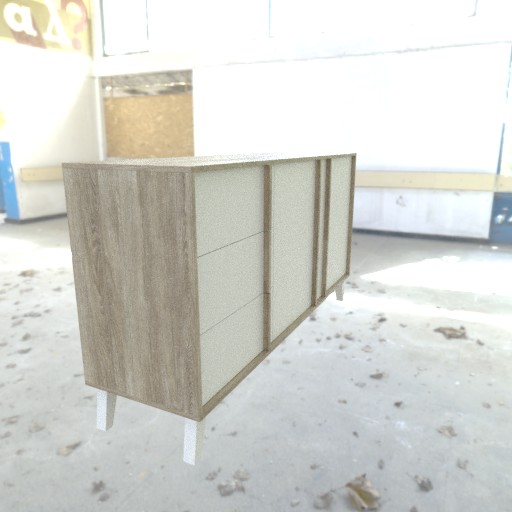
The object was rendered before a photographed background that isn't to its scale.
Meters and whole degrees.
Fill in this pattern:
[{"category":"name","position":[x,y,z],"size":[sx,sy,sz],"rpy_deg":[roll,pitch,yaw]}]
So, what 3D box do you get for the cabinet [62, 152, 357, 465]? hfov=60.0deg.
[{"category":"cabinet","position":[0.000,0.000,1.980],"size":[0.450,0.870,1.600],"rpy_deg":[7,16,26]}]
